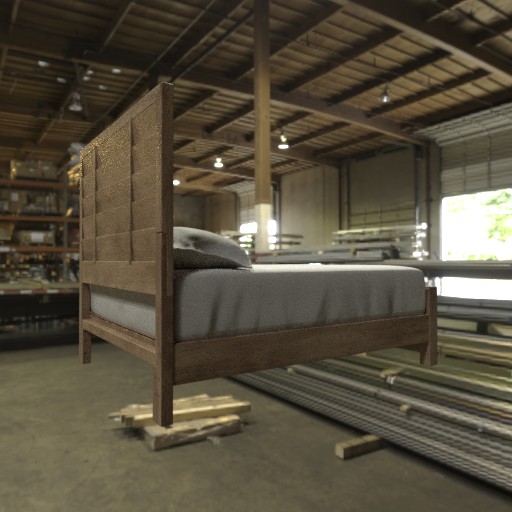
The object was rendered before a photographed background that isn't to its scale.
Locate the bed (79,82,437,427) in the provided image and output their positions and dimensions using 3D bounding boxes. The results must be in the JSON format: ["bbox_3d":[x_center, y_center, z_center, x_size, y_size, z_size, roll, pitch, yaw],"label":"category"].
[{"bbox_3d":[0.000,0.000,3.371,2.197,1.626,1.626,0,-1,-34],"label":"bed"}]
